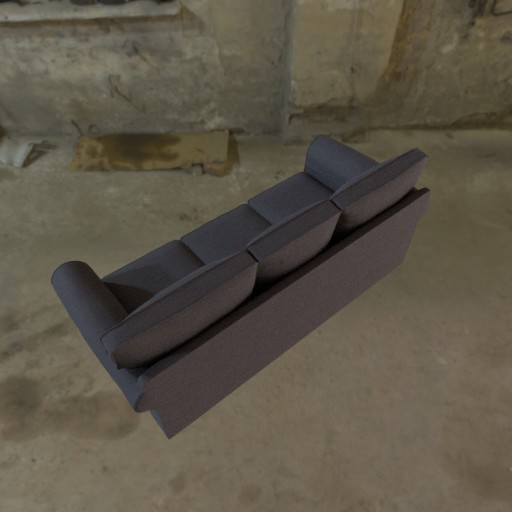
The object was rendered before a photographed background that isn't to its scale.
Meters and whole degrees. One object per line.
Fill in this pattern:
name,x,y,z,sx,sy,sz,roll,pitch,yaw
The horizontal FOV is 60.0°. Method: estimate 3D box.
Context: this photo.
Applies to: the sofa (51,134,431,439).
sofa,0.000,0.000,2.632,2.084,0.966,0.909,-31,55,-25
